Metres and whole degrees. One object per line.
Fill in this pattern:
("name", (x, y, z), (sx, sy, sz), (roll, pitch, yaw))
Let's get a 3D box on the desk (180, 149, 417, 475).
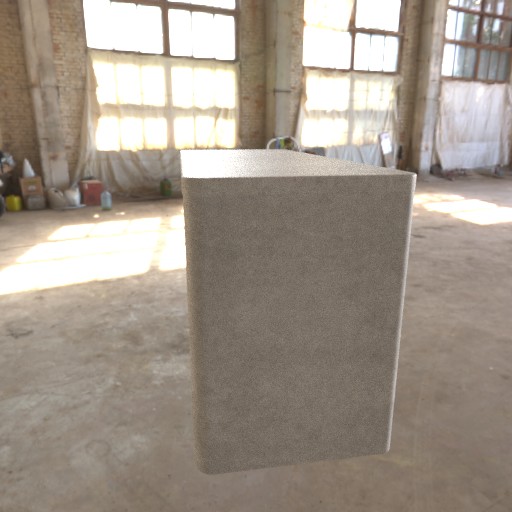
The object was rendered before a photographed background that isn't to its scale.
("desk", (0.000, 0.000, 1.735), (0.550, 0.755, 1.400), (-3, 16, -9))
